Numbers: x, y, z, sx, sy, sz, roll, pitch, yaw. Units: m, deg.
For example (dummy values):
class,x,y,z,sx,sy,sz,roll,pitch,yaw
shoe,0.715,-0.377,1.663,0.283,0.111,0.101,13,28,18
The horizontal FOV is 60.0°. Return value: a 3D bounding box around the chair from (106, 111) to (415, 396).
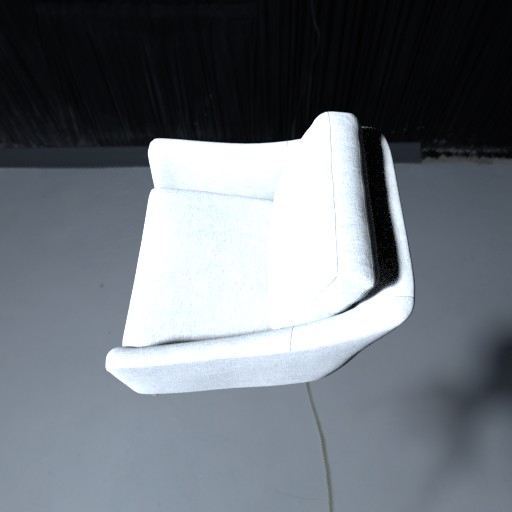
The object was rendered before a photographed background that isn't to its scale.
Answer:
class,x,y,z,sx,sy,sz,roll,pitch,yaw
chair,0.000,0.000,1.727,0.961,0.902,0.986,1,60,1
